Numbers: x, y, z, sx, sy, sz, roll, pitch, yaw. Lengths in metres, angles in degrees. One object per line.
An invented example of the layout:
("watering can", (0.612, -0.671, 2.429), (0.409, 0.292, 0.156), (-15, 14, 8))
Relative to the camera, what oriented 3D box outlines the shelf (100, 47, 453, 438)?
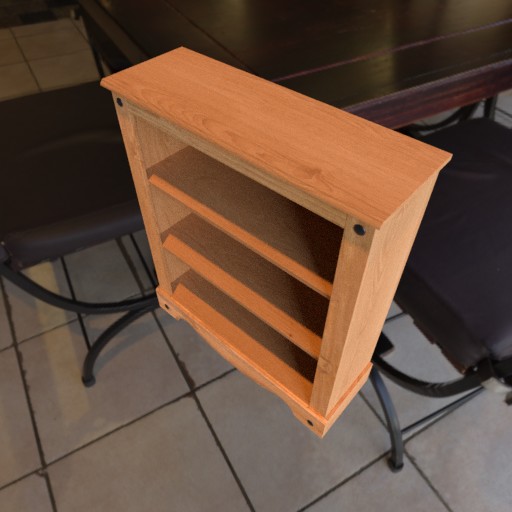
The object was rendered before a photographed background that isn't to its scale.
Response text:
("shelf", (0.000, 0.000, 1.399), (0.840, 0.980, 0.291), (33, 55, 27))
